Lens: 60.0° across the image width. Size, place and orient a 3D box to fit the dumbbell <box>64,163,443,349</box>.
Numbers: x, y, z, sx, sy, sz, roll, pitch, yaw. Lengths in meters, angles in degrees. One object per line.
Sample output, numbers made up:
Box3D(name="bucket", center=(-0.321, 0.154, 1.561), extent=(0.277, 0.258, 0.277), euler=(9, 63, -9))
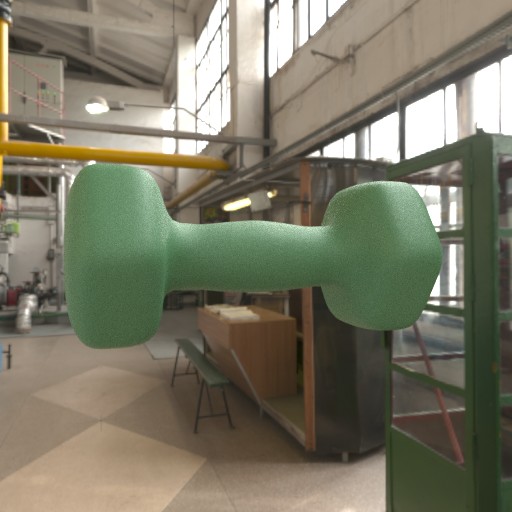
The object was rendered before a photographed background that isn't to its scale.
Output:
Box3D(name="dumbbell", center=(0.000, 0.000, 0.323), extent=(0.257, 0.114, 0.126), euler=(0, 0, -18))
